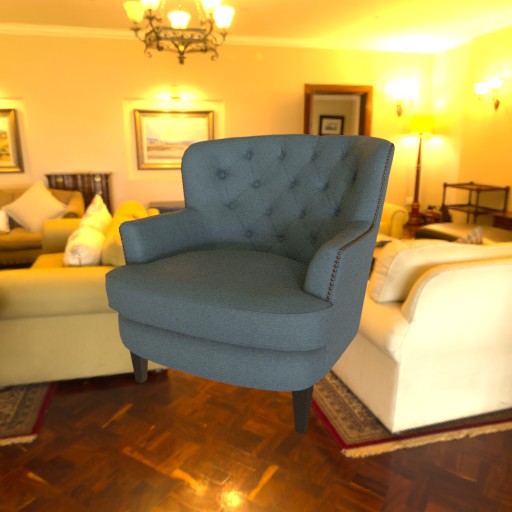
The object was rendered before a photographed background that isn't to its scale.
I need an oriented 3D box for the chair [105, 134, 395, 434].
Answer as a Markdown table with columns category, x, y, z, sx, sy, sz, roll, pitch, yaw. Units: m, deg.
| category | x | y | z | sx | sy | sz | roll | pitch | yaw |
| --- | --- | --- | --- | --- | --- | --- | --- | --- | --- |
| chair | 0.000 | 0.000 | 1.605 | 0.848 | 0.868 | 0.906 | 7 | 16 | 27 |
